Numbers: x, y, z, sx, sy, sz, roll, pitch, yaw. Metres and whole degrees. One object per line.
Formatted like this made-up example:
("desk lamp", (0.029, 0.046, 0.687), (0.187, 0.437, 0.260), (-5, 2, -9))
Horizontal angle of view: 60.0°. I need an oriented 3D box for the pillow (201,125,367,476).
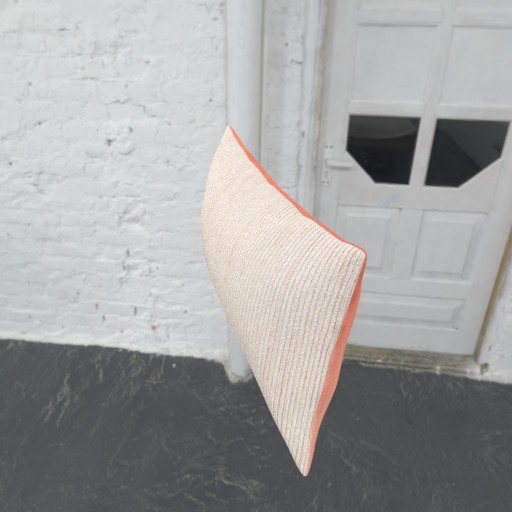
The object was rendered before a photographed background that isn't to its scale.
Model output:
("pillow", (0.000, 0.000, 0.743), (0.155, 0.307, 0.608), (-7, 29, -14))
